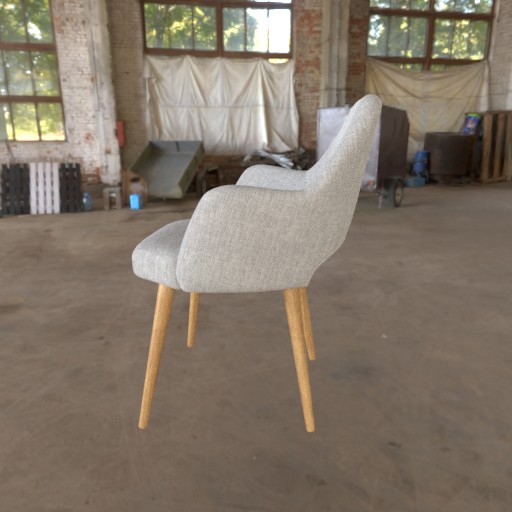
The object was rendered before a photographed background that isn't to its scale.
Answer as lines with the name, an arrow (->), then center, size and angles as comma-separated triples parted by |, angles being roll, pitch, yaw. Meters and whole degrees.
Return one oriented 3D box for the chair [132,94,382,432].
chair -> 0.000, 0.000, 1.242 | 0.610, 0.840, 0.590 | 2, 16, 7
